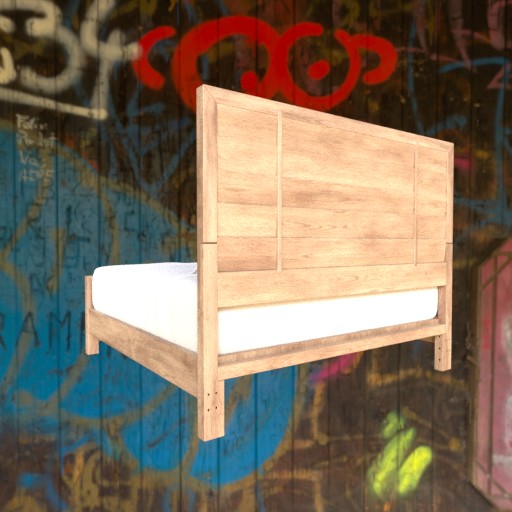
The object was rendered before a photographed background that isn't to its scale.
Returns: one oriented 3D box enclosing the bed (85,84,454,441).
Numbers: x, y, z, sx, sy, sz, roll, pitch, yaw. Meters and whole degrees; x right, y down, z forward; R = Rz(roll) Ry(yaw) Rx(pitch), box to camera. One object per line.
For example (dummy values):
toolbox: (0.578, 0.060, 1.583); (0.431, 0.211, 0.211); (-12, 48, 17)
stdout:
bed: (0.000, 0.000, 3.424); (2.032, 1.626, 2.032); (-1, 2, -36)
